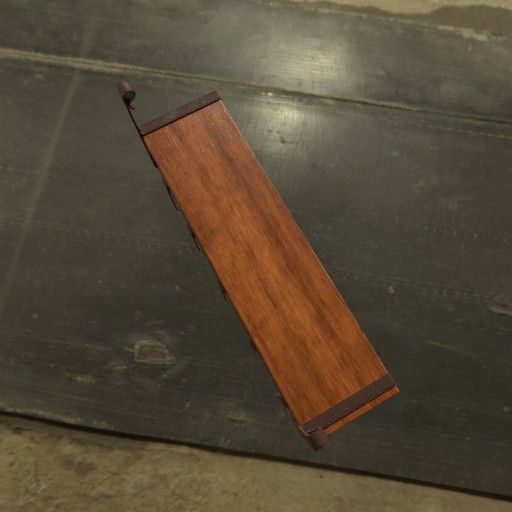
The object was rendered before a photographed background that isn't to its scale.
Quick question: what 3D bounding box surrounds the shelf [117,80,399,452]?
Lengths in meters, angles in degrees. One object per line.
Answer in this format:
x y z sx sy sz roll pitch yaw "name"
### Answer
0.000 0.000 0.711 0.146 0.330 0.567 -28 76 -7 "shelf"
